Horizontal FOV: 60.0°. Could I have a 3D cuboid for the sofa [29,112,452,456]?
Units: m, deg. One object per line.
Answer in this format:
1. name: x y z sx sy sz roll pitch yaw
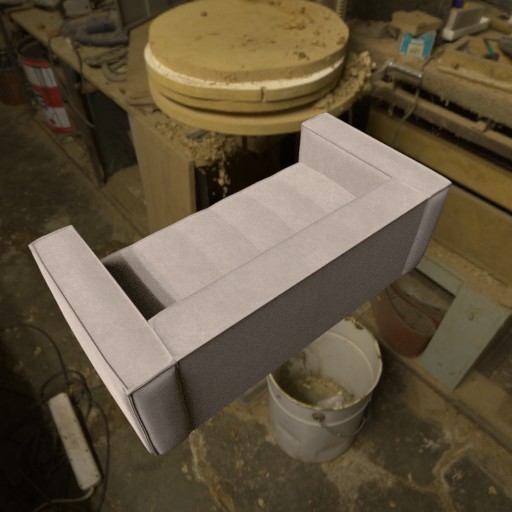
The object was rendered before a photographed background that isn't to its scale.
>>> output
1. sofa: 0.000 0.000 2.470 1.995 0.680 1.038 -30 53 -26
